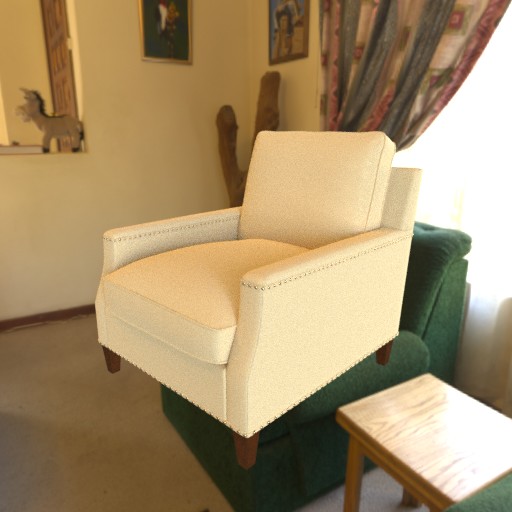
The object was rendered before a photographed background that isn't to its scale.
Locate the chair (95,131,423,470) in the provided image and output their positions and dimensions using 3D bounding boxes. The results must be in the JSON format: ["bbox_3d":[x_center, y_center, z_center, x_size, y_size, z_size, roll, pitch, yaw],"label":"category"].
[{"bbox_3d":[0.000,0.000,1.735,0.853,0.943,1.014,15,21,42],"label":"chair"}]
